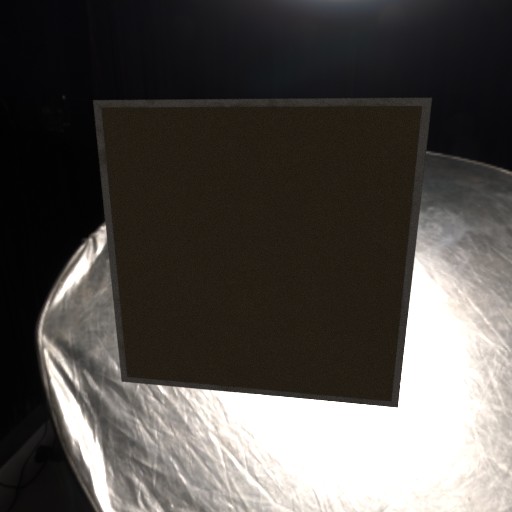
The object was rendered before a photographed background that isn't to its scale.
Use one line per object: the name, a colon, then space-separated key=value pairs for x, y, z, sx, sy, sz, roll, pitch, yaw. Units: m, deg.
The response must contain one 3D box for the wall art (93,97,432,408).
wall art: x=0.000 y=0.000 z=0.456 sx=0.305 sy=0.303 sz=0.038 roll=3 pitch=17 yaw=9
